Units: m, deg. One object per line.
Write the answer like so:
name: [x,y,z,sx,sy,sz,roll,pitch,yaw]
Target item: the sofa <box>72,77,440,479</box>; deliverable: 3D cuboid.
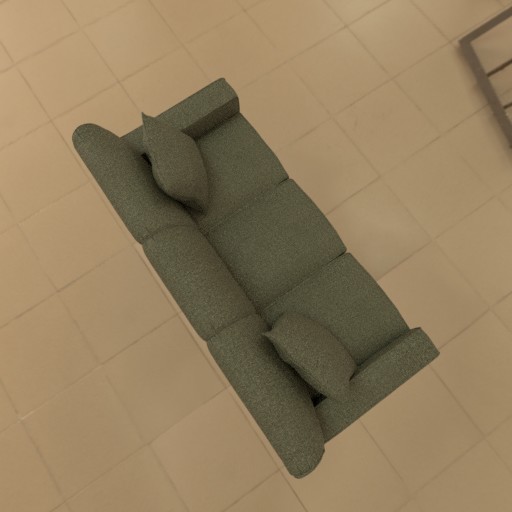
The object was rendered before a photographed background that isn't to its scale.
sofa: [0.000,0.000,2.564,0.997,0.958,2.024,-34,78,-8]
